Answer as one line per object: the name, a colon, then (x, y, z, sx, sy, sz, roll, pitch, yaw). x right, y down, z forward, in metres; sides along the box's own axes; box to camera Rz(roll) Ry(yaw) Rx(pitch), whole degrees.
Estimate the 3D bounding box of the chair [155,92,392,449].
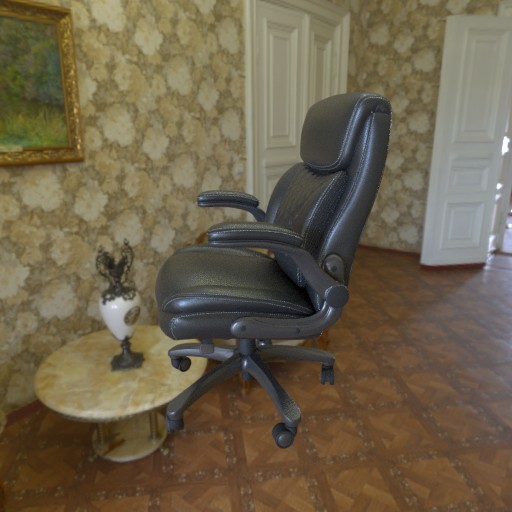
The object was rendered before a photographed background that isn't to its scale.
chair: (0.000, 0.000, 1.604, 0.724, 1.110, 0.782, -3, 16, -9)
